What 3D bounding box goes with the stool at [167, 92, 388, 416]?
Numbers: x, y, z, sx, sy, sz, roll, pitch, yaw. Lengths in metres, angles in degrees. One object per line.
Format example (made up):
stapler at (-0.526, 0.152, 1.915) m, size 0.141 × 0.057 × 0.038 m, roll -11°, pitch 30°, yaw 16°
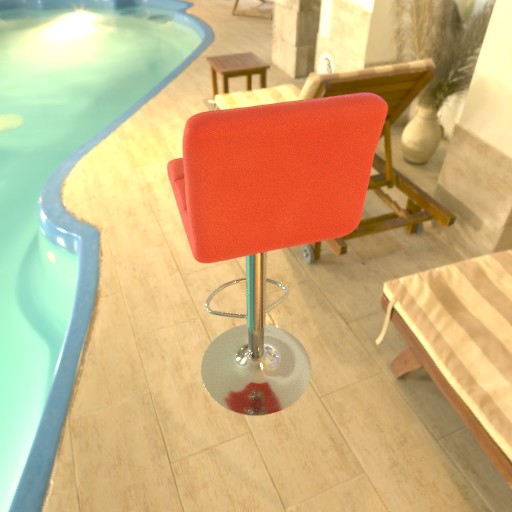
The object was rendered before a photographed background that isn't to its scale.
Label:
stool at (0.000, 0.000, 1.360) m, size 0.430 × 1.115 × 0.505 m, roll -11°, pitch 41°, yaw -13°
